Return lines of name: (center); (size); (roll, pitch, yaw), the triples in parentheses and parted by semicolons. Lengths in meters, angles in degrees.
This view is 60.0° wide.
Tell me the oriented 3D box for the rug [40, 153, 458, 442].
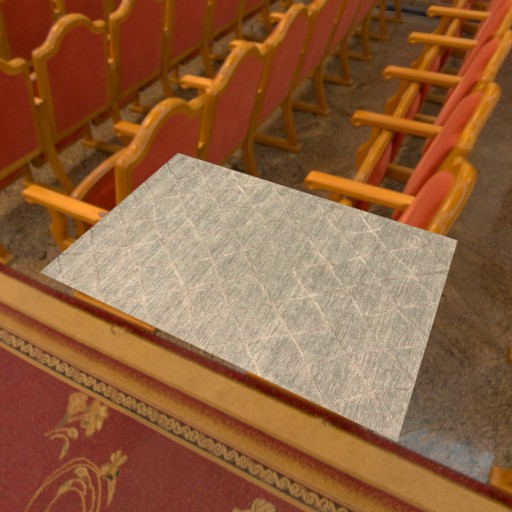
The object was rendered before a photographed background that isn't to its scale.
rug: (0.000, 0.000, 2.900); (2.283, 0.006, 1.521); (21, 49, 19)
